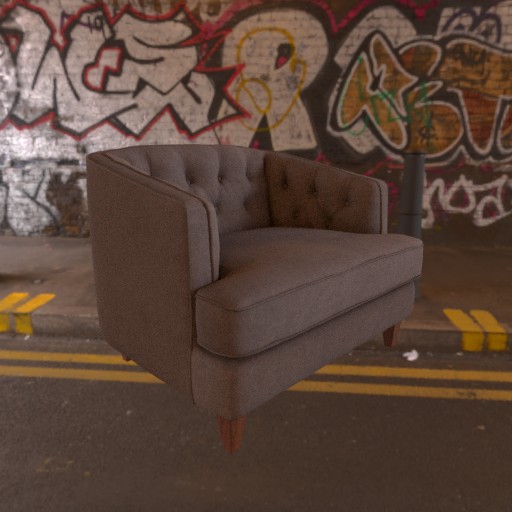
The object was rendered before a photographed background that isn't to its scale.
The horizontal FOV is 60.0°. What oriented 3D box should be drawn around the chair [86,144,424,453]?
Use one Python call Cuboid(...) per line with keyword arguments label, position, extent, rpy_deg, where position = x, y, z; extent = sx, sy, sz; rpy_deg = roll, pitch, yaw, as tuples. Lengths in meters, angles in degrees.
Cuboid(label="chair", position=(0.000, 0.000, 1.740), extent=(0.941, 0.852, 1.104), rpy_deg=(13, 19, 42))
